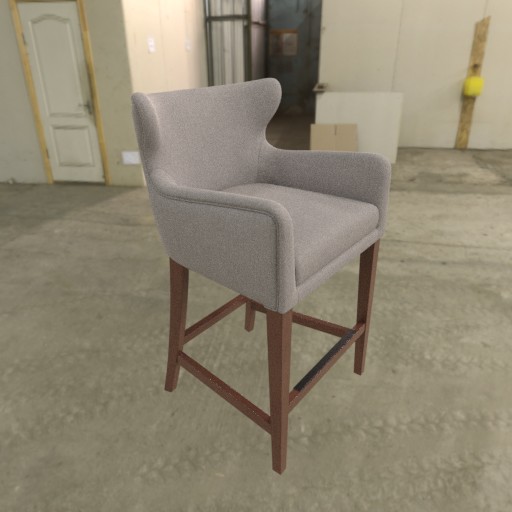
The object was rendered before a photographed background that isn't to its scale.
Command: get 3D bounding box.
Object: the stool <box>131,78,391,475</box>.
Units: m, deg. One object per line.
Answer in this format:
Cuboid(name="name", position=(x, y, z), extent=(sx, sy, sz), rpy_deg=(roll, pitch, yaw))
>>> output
Cuboid(name="stool", position=(0.000, 0.000, 1.332), extent=(0.575, 0.951, 0.575), rpy_deg=(19, 32, 33))
